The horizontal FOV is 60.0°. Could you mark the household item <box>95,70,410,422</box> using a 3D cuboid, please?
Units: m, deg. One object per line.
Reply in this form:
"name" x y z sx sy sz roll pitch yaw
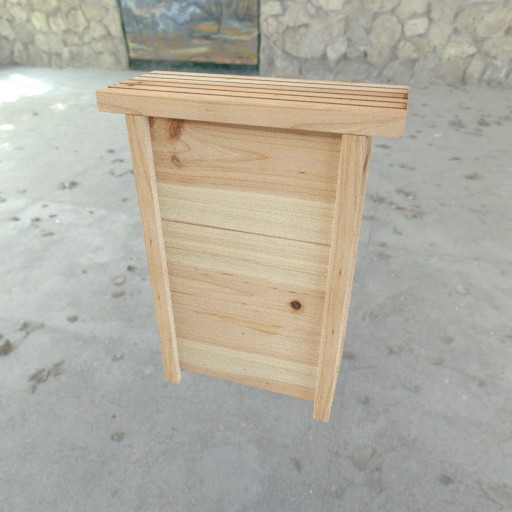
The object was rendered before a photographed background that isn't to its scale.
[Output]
"household item" 0.000 0.000 0.564 0.301 0.407 0.123 10 33 15
